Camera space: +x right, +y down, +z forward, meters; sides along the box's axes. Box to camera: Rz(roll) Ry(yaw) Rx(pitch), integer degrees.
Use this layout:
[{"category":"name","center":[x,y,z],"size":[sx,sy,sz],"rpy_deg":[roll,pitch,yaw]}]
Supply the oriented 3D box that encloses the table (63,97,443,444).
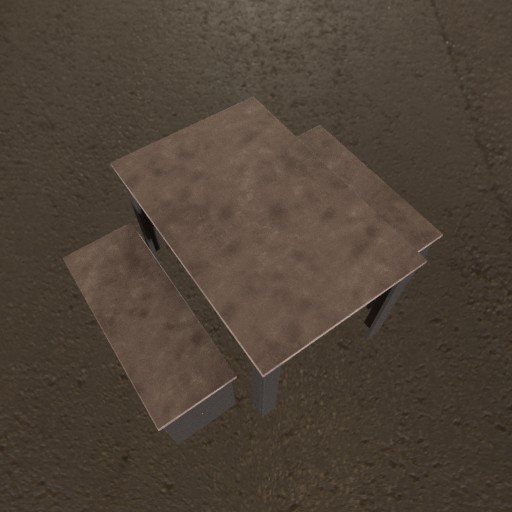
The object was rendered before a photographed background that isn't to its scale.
[{"category":"table","center":[0.000,0.000,2.024],"size":[1.443,0.700,1.100],"rpy_deg":[-31,63,-18]}]
